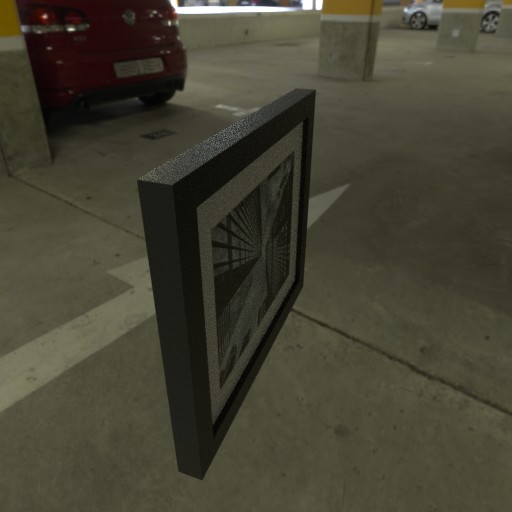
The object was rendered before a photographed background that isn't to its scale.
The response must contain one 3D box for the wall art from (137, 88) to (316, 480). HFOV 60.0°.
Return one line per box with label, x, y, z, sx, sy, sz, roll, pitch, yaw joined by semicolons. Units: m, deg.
wall art;0.000;0.000;0.532;0.028;0.321;0.381;11;32;18
